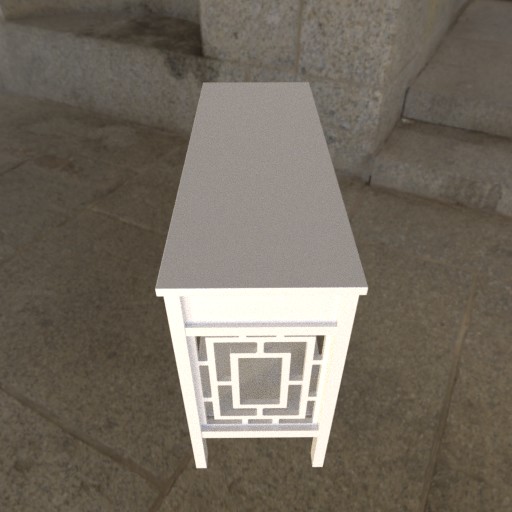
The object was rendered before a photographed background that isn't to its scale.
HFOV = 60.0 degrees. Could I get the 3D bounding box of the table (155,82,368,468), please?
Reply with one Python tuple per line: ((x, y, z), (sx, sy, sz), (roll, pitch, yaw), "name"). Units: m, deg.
((0.000, 0.000, 1.451), (0.397, 0.753, 1.068), (0, 40, 0), "table")
